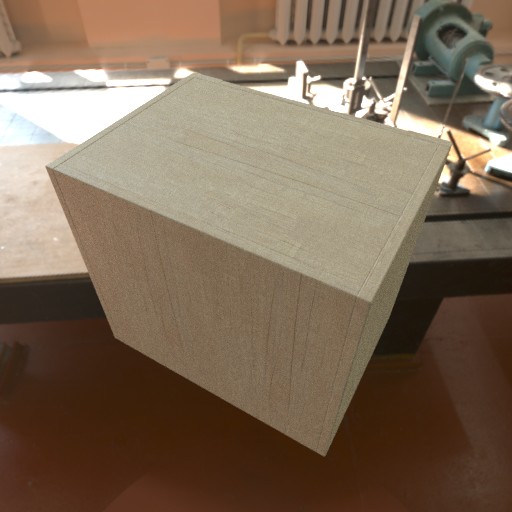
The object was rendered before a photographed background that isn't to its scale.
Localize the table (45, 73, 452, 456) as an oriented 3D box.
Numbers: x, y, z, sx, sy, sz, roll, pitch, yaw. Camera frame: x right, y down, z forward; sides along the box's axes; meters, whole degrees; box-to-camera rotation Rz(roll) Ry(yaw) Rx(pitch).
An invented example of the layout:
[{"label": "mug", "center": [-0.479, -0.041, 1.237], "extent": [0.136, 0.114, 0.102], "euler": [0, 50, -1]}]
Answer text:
[{"label": "table", "center": [0.000, 0.000, 0.946], "extent": [0.570, 0.510, 0.420], "euler": [23, 50, 20]}]
